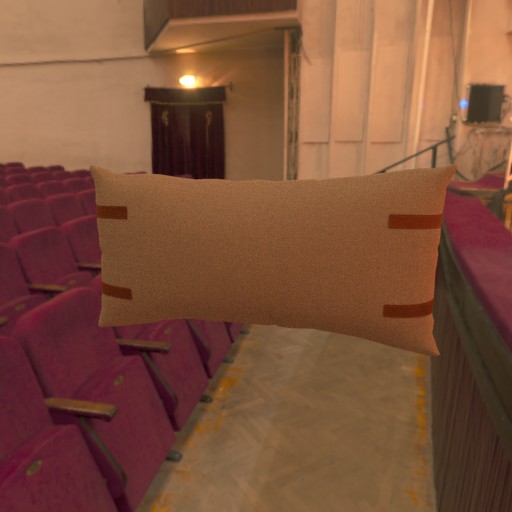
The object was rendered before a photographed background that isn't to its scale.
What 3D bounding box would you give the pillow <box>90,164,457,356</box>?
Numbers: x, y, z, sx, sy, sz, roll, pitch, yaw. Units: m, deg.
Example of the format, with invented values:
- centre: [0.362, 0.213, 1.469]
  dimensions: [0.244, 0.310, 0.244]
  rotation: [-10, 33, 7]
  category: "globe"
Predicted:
- centre: [0.000, 0.000, 0.748]
  dimensions: [0.612, 0.308, 0.148]
  rotation: [3, 14, 11]
  category: "pillow"
